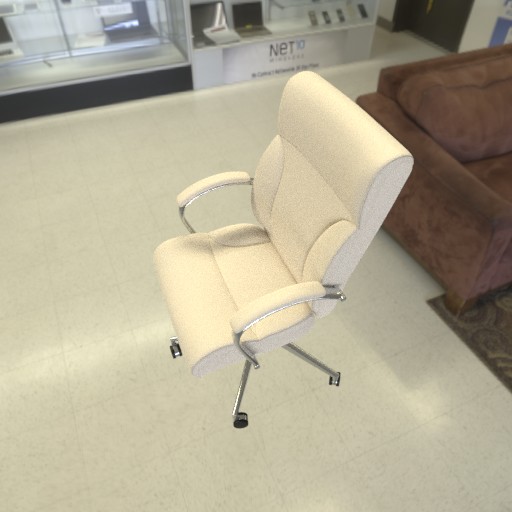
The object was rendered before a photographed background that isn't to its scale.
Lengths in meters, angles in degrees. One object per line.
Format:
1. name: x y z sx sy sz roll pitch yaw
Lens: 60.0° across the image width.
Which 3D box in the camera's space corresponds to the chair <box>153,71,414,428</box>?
1. chair: 0.000 0.000 1.620 0.745 1.099 0.727 -16 47 -15
